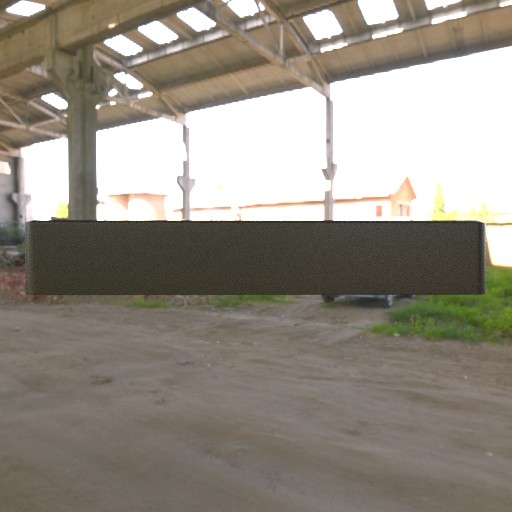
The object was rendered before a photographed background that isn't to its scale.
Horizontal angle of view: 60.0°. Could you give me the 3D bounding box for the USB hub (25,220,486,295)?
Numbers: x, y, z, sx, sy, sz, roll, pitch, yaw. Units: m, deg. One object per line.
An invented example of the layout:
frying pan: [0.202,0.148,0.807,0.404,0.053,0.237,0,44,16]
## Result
USB hub: [0.000,0.000,0.158,0.145,0.023,0.044,0,1,0]
